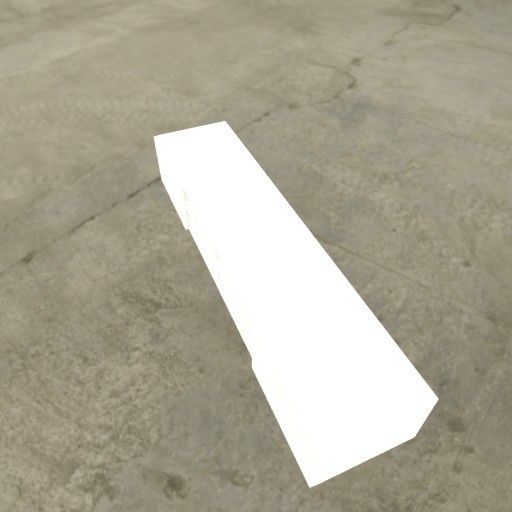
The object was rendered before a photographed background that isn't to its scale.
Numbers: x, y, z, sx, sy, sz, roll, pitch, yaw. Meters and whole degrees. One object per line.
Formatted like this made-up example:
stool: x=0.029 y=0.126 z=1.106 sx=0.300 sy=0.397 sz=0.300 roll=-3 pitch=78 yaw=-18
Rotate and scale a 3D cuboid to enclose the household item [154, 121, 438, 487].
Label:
household item: x=0.000 y=0.000 z=2.007 sx=0.420 sy=0.310 sz=1.850 roll=-17 pitch=48 yaw=-16
